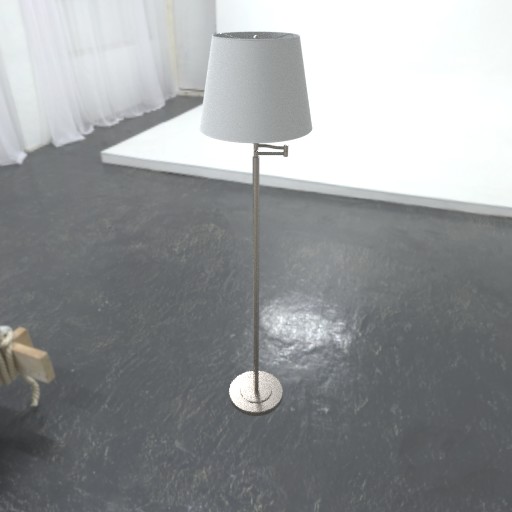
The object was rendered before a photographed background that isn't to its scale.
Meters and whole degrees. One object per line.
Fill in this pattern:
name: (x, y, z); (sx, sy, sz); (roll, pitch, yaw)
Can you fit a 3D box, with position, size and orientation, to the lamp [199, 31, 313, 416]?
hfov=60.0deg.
lamp: (0.000, 0.000, 1.646); (0.355, 1.473, 0.355); (0, 31, 0)
